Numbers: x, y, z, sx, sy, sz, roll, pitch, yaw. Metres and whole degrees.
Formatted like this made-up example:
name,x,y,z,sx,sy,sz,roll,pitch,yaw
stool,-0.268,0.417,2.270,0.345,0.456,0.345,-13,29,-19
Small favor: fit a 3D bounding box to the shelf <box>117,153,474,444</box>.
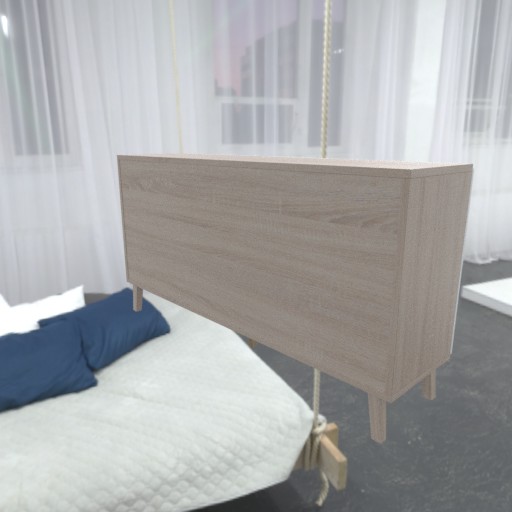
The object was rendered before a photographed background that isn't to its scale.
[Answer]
name,x,y,z,sx,sy,sz,roll,pitch,yaw
shelf,0.000,0.000,1.807,0.400,0.780,1.490,-14,20,-42
